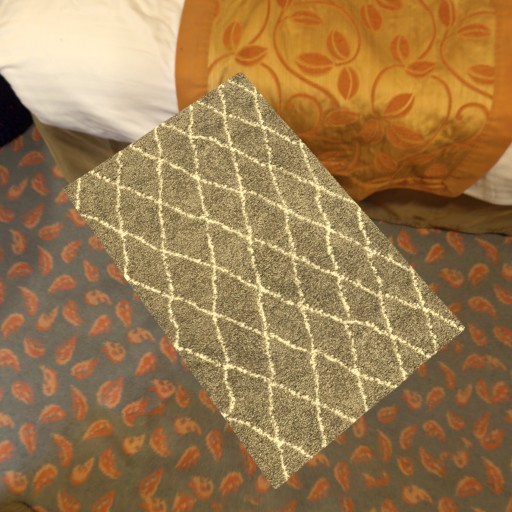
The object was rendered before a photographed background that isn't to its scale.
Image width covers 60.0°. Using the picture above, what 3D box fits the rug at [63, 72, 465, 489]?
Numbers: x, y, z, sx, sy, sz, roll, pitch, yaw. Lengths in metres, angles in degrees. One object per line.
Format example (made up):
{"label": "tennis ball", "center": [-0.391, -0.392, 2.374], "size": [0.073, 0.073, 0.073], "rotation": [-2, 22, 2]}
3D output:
{"label": "rug", "center": [0.000, 0.000, 3.390], "size": [1.778, 0.030, 2.743], "rotation": [-37, 79, -9]}
